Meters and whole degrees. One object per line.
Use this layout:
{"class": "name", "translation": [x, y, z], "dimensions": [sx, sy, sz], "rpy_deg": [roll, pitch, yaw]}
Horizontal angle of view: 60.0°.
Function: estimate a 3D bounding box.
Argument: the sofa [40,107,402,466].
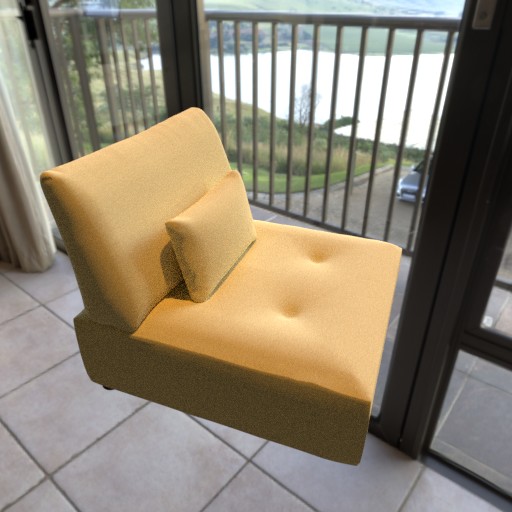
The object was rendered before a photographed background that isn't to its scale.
{"class": "sofa", "translation": [0.000, 0.000, 1.629], "dimensions": [1.000, 0.820, 0.930], "rpy_deg": [11, 32, 18]}
